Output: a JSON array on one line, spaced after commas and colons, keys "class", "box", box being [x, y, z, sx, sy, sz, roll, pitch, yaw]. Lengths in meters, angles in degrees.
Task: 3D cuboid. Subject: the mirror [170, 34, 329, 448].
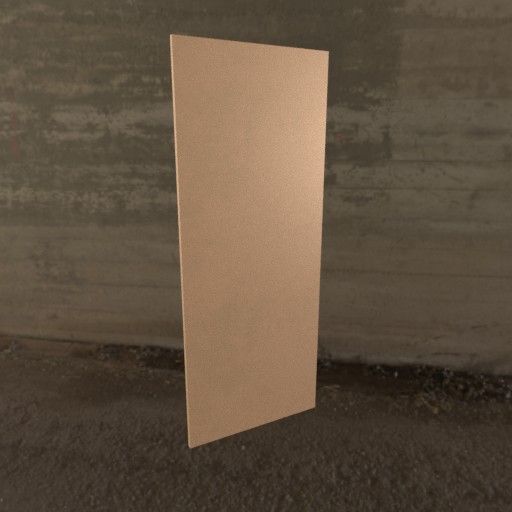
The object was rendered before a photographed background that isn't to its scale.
[{"class": "mirror", "box": [0.000, 0.000, 2.314, 0.812, 2.031, 0.026, -8, 17, -27]}]
